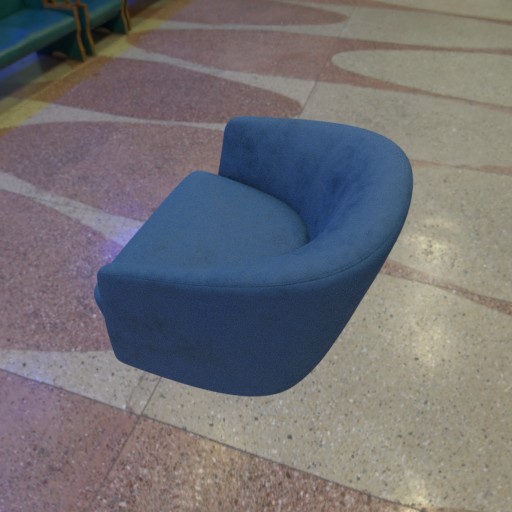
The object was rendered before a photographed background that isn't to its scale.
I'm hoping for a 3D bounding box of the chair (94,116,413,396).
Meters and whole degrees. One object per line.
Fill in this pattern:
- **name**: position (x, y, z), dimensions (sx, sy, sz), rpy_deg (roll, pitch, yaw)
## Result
- **chair**: position (0.000, 0.000, 1.343), dimensions (0.767, 0.698, 0.773), rpy_deg (15, 47, 15)
